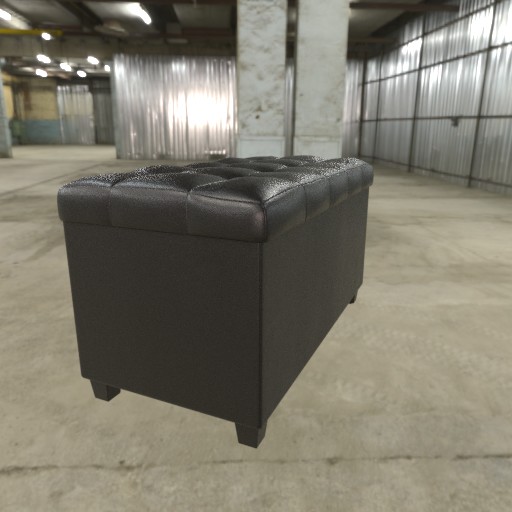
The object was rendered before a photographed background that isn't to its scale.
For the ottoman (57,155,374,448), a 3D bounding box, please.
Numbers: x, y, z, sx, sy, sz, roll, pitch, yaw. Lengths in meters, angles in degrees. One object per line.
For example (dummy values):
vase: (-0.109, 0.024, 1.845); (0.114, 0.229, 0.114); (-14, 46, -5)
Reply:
ottoman: (0.000, 0.000, 1.128); (0.432, 0.470, 0.838); (7, 17, 24)
